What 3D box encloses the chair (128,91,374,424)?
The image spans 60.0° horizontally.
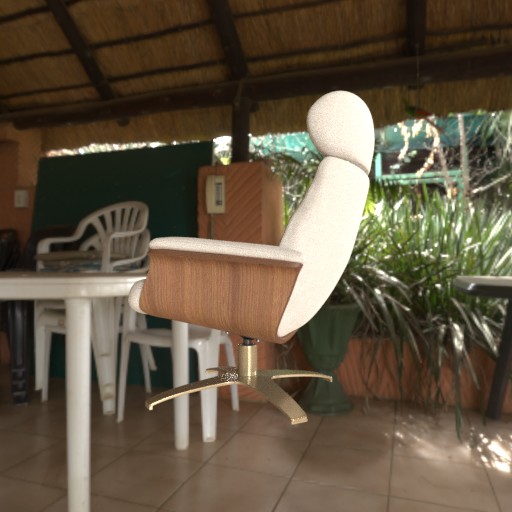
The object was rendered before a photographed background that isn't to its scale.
[{"bbox_3d":[0.000,0.000,1.613,0.837,0.995,0.785,0,-1,18],"label":"chair"}]
